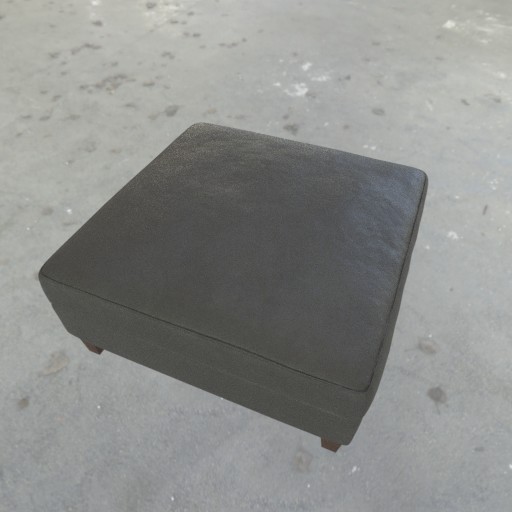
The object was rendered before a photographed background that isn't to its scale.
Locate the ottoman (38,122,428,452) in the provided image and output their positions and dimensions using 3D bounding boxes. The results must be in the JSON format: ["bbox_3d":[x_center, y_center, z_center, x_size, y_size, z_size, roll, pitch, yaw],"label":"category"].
[{"bbox_3d":[0.000,0.000,1.314,0.844,0.415,0.836,17,47,16],"label":"ottoman"}]
